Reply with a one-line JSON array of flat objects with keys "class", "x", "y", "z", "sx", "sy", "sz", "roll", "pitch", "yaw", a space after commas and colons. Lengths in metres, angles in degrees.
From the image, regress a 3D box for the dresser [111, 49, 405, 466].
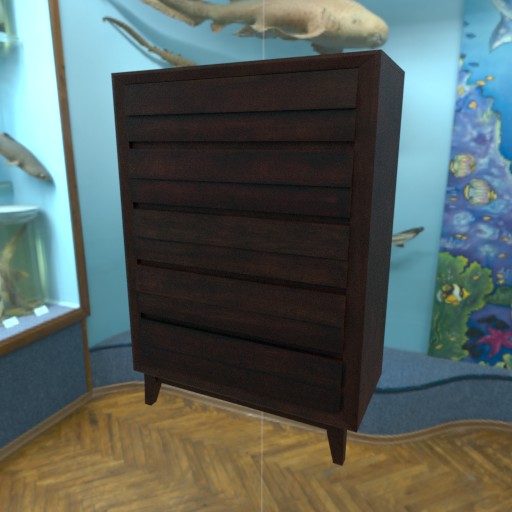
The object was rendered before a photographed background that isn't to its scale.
[{"class": "dresser", "x": 0.000, "y": 0.000, "z": 1.956, "sx": 1.072, "sy": 1.514, "sz": 0.506, "roll": 7, "pitch": 16, "yaw": 25}]
